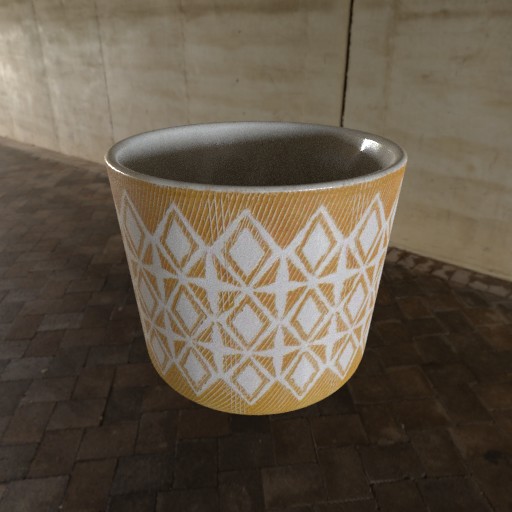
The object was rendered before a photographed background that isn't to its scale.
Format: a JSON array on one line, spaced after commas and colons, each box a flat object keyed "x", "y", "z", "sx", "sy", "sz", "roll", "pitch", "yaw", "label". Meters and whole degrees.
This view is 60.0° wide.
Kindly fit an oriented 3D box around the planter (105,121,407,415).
[{"x": 0.000, "y": 0.000, "z": 0.331, "sx": 0.193, "sy": 0.165, "sz": 0.193, "roll": 0, "pitch": 26, "yaw": 0, "label": "planter"}]
